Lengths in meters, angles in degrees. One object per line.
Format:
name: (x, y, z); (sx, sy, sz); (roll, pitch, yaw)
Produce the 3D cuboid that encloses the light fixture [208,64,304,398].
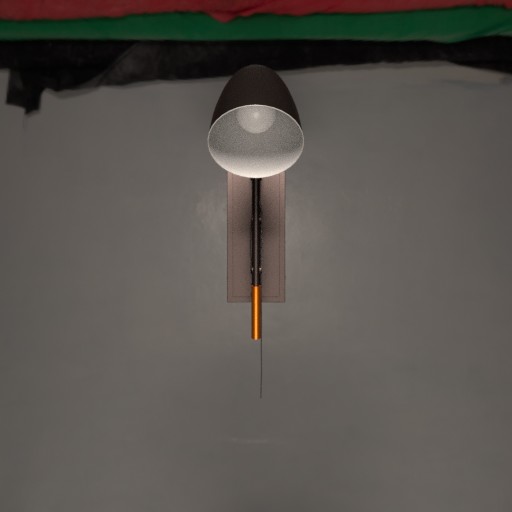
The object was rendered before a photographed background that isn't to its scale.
light fixture: (0.000, 0.000, 0.931); (0.162, 0.715, 0.499); (0, 1, 0)
